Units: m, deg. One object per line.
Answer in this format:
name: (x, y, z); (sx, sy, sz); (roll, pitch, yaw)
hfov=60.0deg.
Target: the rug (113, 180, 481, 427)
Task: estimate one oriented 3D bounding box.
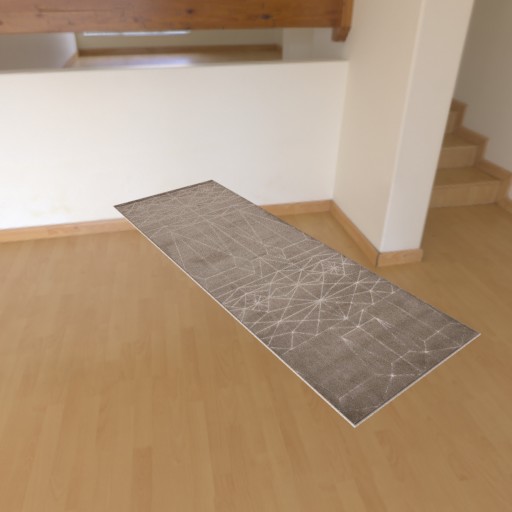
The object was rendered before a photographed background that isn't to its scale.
rug: (0.000, 0.000, 2.682); (0.864, 0.012, 2.388); (-21, 38, -31)
